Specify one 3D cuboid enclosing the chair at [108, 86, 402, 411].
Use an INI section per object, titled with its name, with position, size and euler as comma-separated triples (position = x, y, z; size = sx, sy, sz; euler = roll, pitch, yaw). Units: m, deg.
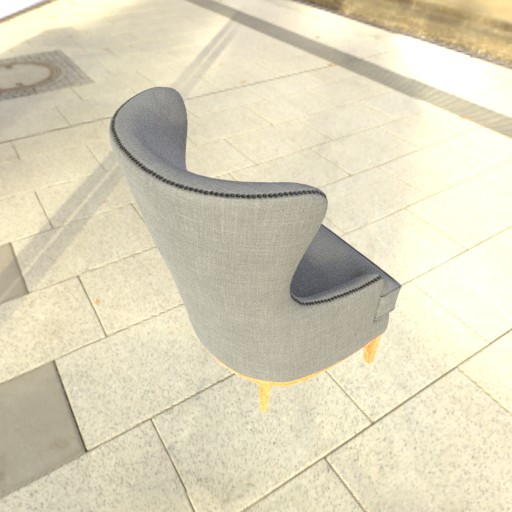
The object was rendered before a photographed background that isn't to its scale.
[chair]
position = 0.000, 0.000, 1.775
size = 0.883, 1.176, 0.864
euler = -25, 47, -25
